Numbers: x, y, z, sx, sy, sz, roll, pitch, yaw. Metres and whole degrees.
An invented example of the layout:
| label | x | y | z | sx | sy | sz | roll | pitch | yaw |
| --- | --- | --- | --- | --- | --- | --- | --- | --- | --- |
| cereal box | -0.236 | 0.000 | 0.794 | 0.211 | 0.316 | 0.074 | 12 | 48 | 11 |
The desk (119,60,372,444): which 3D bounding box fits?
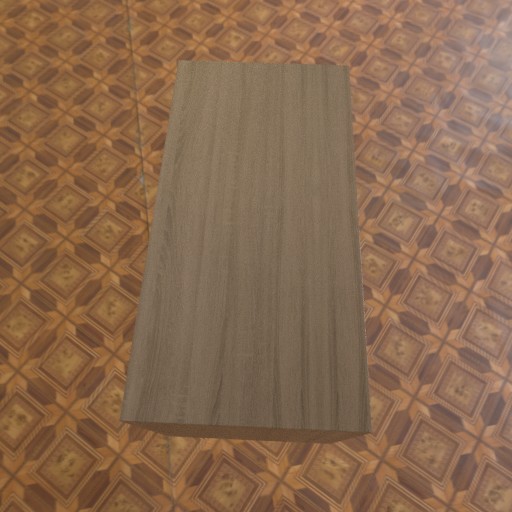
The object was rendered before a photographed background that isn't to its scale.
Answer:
| label | x | y | z | sx | sy | sz | roll | pitch | yaw |
| --- | --- | --- | --- | --- | --- | --- | --- | --- | --- |
| desk | 0.000 | 0.000 | 1.838 | 0.690 | 0.745 | 1.380 | 2 | 65 | 1 |
